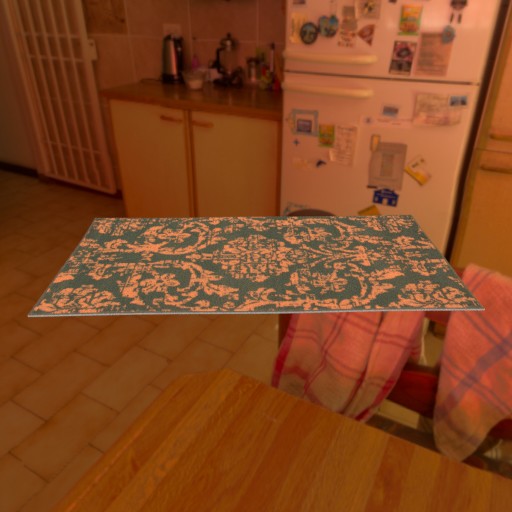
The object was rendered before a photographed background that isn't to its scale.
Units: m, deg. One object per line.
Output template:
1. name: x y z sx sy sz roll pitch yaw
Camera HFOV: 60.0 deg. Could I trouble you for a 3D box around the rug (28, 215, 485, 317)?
1. rug: 0.000 0.000 1.441 1.219 0.007 0.604 -1 30 -1
